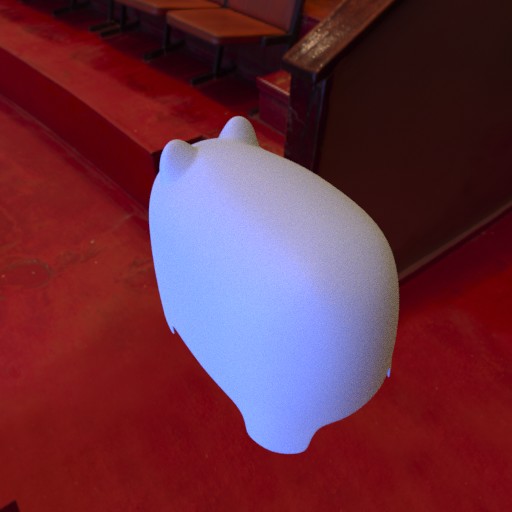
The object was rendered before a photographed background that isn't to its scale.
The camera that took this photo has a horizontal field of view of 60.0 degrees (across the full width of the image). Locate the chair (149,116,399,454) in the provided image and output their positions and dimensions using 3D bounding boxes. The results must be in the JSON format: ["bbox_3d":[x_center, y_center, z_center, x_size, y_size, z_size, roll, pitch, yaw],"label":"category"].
[{"bbox_3d":[0.000,0.000,0.865,0.364,0.423,0.619,-30,52,-27],"label":"chair"}]
